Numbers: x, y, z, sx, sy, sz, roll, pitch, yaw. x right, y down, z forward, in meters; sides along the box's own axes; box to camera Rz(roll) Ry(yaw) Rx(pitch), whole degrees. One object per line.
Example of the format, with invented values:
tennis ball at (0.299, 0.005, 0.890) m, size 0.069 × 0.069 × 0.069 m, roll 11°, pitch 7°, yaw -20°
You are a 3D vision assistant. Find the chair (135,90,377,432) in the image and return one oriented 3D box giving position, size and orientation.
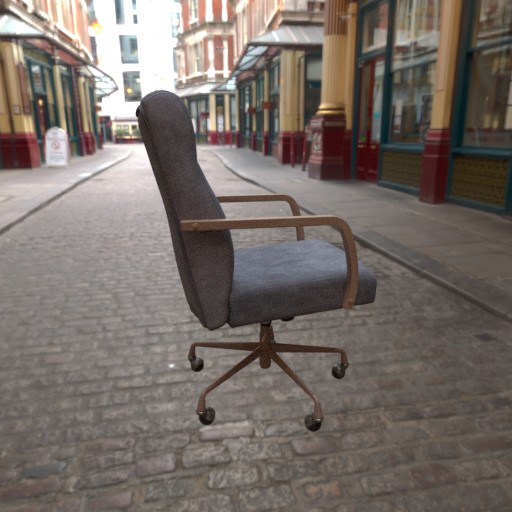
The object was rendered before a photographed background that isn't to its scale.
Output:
chair at (0.000, 0.000, 1.531) m, size 0.741 × 1.029 × 0.640 m, roll -3°, pitch 15°, yaw -12°
